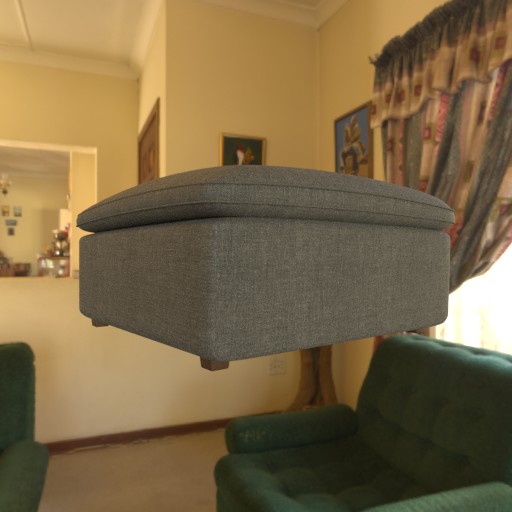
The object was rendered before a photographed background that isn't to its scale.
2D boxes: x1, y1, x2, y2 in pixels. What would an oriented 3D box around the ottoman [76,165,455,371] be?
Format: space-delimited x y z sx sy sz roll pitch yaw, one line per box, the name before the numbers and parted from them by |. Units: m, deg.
ottoman | 0.000 0.000 1.698 1.067 0.559 1.067 0 0 -38
